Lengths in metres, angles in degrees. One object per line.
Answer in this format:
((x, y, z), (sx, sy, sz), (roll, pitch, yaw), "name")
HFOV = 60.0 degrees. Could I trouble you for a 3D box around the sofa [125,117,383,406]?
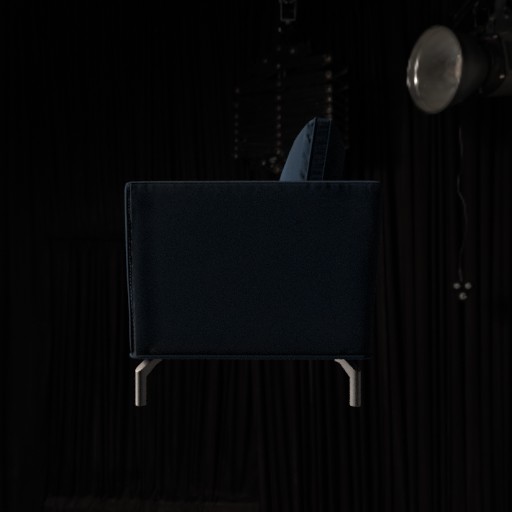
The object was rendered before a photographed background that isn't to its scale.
((0.000, 0.000, 2.319), (0.853, 1.002, 1.770), (0, 0, 1), "sofa")
